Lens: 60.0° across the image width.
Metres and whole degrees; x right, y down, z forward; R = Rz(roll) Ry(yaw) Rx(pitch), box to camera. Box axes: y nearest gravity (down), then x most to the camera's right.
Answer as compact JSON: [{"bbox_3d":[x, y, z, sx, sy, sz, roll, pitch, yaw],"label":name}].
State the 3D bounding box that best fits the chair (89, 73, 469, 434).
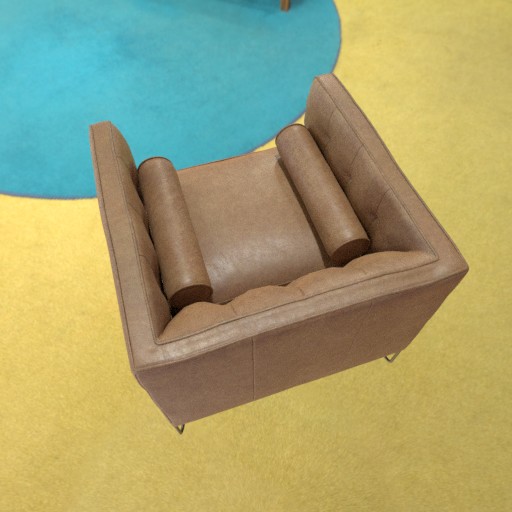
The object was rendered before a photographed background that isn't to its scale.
[{"bbox_3d":[0.000,0.000,1.633,0.920,0.797,0.912,-16,59,-10],"label":"chair"}]
